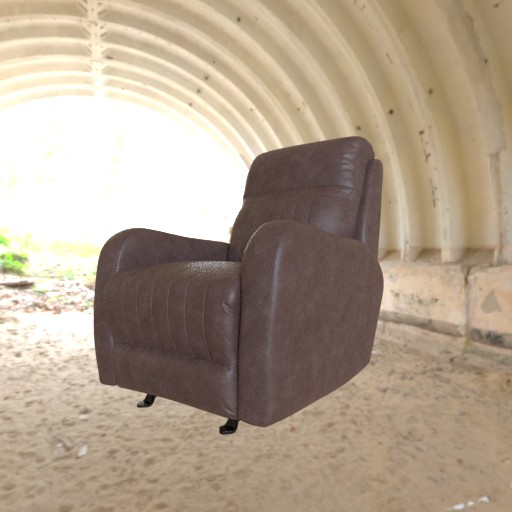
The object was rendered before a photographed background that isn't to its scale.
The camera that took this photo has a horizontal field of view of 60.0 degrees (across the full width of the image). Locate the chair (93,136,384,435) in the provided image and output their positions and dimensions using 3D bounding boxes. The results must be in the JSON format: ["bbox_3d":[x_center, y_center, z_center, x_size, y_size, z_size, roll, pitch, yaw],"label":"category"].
[{"bbox_3d":[0.000,0.000,1.818,0.865,1.067,1.067,0,1,37],"label":"chair"}]
